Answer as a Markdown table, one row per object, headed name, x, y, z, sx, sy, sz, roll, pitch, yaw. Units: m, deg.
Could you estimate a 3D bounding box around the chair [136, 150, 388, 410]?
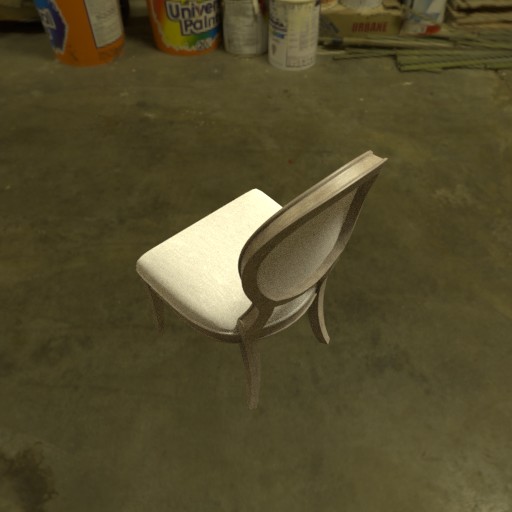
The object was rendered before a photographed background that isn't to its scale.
| name | x | y | z | sx | sy | sz | roll | pitch | yaw |
| --- | --- | --- | --- | --- | --- | --- | --- | --- | --- |
| chair | 0.000 | 0.000 | 1.367 | 0.558 | 0.990 | 0.602 | -35 | 57 | -26 |
